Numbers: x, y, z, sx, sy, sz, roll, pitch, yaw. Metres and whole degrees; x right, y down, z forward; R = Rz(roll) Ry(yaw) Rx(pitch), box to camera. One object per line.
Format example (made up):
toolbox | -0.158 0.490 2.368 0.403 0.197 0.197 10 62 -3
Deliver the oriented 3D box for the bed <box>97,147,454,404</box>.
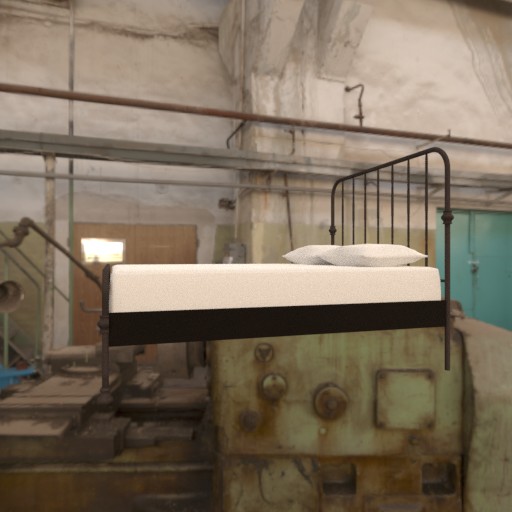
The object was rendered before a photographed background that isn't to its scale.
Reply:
bed | 0.000 0.000 3.229 2.134 1.446 1.616 0 0 -18
